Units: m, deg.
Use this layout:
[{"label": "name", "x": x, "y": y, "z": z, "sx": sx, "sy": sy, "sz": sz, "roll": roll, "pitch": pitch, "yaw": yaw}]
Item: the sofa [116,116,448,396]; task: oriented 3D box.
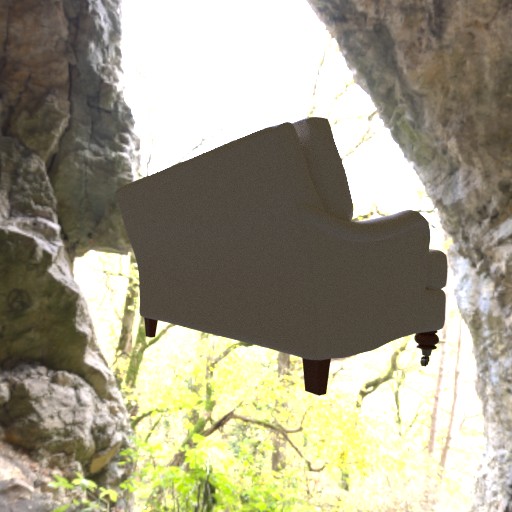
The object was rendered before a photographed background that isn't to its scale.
[{"label": "sofa", "x": 0.000, "y": 0.000, "z": 2.593, "sx": 1.084, "sy": 1.101, "sz": 1.853, "roll": 1, "pitch": -1, "yaw": -36}]
